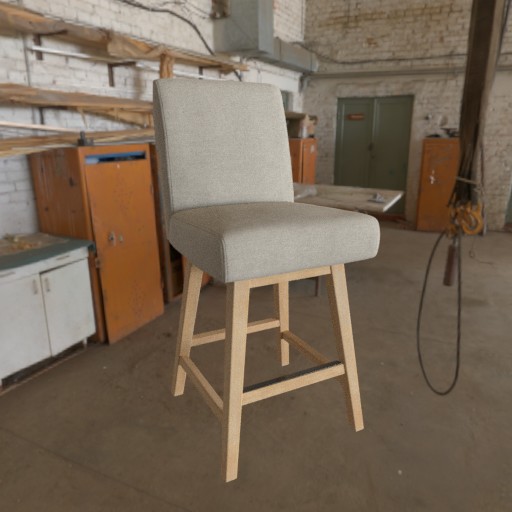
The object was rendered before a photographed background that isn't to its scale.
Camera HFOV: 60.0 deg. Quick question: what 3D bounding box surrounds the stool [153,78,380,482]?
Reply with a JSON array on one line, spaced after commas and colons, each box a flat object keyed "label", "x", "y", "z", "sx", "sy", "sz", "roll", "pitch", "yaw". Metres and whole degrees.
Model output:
[{"label": "stool", "x": 0.000, "y": 0.000, "z": 1.405, "sx": 0.507, "sy": 1.085, "sz": 0.606, "roll": -8, "pitch": 18, "yaw": -27}]
